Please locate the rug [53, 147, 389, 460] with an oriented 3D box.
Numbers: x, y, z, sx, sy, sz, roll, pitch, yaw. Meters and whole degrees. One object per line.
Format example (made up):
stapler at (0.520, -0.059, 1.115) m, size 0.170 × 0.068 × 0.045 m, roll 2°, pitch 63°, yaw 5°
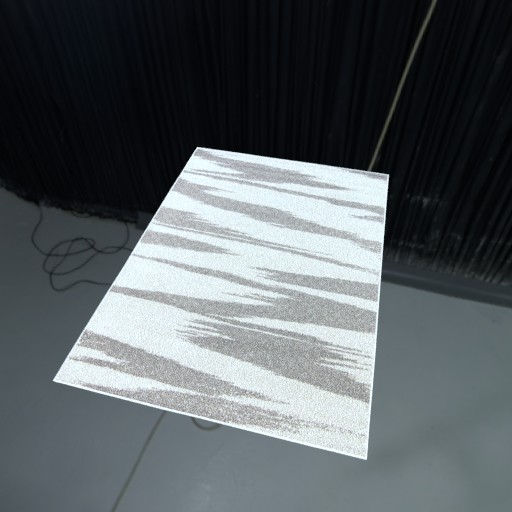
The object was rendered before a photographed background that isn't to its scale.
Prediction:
rug at (0.000, 0.000, 2.764) m, size 1.533 × 0.010 × 2.142 m, roll 10°, pitch 47°, yaw 10°
